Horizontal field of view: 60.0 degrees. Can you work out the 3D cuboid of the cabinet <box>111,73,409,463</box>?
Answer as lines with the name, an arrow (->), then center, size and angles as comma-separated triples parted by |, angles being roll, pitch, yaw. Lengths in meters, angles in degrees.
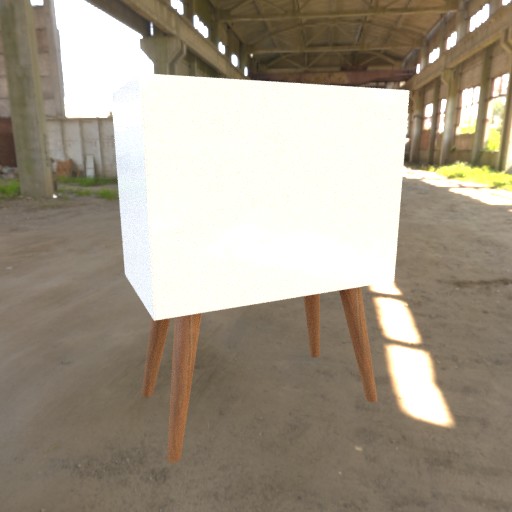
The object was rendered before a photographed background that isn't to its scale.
cabinet -> 0.000, 0.000, 1.105 | 0.591, 0.772, 0.344 | -7, 16, -24
